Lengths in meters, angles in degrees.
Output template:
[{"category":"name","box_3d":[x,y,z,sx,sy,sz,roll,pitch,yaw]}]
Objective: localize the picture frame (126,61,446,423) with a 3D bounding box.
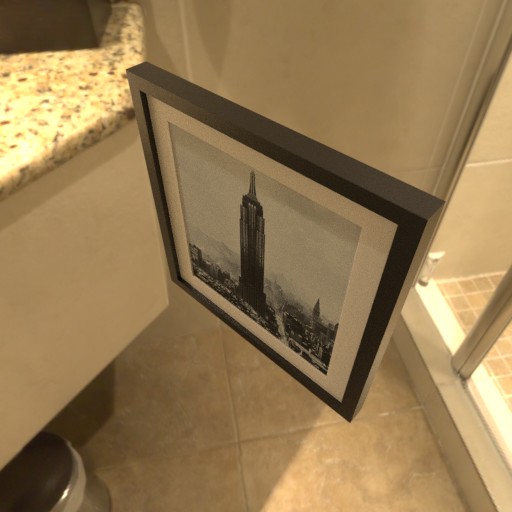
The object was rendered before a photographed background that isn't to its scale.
[{"category":"picture frame","box_3d":[0.000,0.000,0.531,0.355,0.353,0.029,34,55,27]}]
